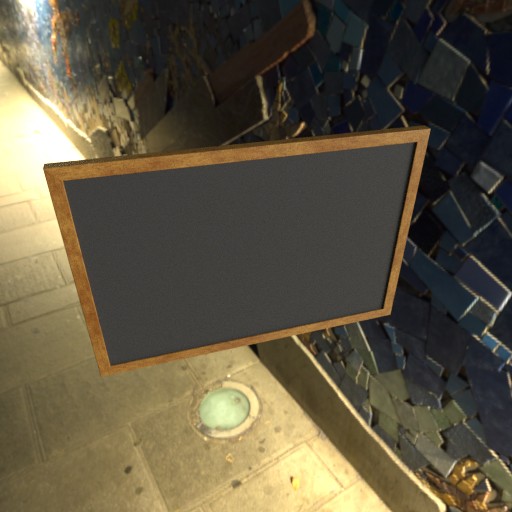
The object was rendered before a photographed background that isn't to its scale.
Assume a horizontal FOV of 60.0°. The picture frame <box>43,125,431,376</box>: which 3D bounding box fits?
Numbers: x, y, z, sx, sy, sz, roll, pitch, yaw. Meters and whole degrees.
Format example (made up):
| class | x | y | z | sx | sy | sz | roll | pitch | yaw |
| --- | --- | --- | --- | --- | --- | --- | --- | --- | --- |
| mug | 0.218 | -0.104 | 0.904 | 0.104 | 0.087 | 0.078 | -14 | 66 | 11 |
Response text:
| class | x | y | z | sx | sy | sz | roll | pitch | yaw |
| --- | --- | --- | --- | --- | --- | --- | --- | --- | --- |
| picture frame | 0.000 | 0.000 | 1.202 | 0.922 | 0.621 | 0.029 | -9 | 34 | -14 |
